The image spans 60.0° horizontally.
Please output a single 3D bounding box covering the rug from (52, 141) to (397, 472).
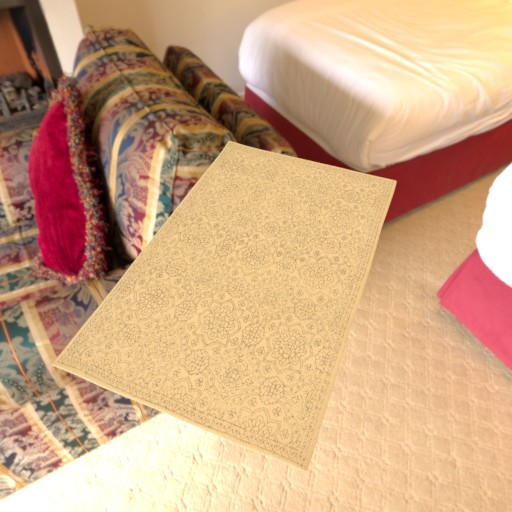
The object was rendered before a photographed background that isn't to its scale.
[{"bbox_3d":[0.000,0.000,3.074,1.518,0.023,2.434,17,50,15],"label":"rug"}]
